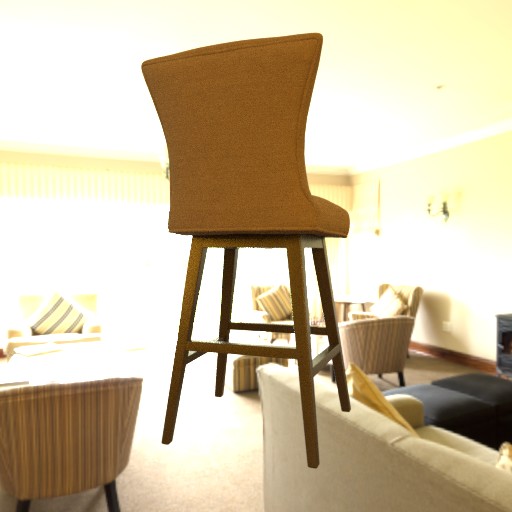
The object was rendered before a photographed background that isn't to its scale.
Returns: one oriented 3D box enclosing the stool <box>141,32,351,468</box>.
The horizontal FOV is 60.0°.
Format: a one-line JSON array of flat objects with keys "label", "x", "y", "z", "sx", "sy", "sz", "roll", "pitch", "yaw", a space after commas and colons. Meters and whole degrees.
[{"label": "stool", "x": 0.000, "y": 0.000, "z": 1.372, "sx": 0.514, "sy": 1.086, "sz": 0.574, "roll": 0, "pitch": 0, "yaw": 19}]
